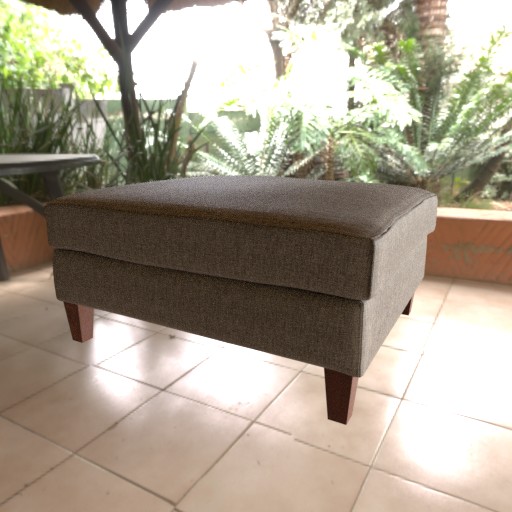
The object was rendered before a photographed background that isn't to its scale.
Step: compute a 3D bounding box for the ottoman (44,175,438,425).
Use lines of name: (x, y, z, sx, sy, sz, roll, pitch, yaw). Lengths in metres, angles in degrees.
ottoman: (0.000, 0.000, 1.455, 0.994, 0.492, 0.839, 8, 17, 28)
